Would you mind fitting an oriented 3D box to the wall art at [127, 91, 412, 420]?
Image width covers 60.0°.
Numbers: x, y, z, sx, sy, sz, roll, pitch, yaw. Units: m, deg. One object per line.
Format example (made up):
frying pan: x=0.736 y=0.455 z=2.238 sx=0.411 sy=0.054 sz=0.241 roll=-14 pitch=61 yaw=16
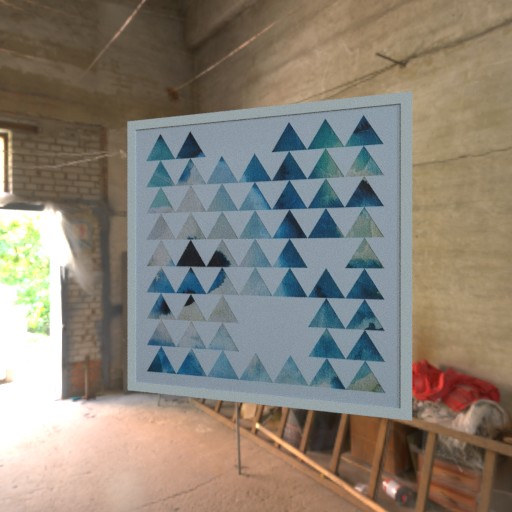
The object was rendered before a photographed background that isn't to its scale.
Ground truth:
wall art: x=0.000 y=0.000 z=1.218 sx=0.809 sy=0.809 sz=0.012 roll=0 pitch=0 yaw=18
